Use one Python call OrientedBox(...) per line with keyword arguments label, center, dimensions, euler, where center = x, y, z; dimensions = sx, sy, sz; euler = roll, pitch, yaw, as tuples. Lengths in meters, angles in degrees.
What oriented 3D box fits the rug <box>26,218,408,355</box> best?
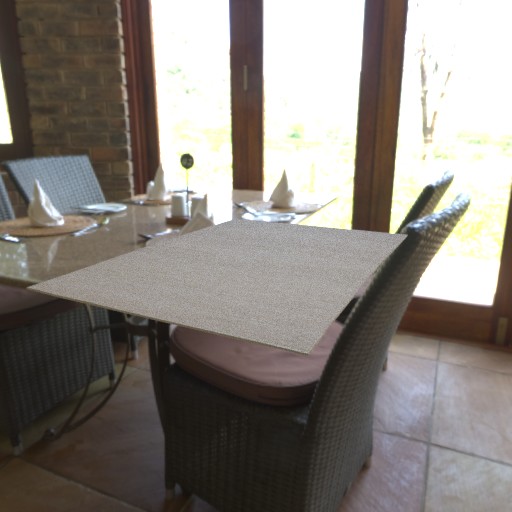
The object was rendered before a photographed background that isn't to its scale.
OrientedBox(label="rug", center=(0.000, 0.000, 3.766), dimensions=(2.032, 0.038, 2.869), euler=(8, 17, 26))
